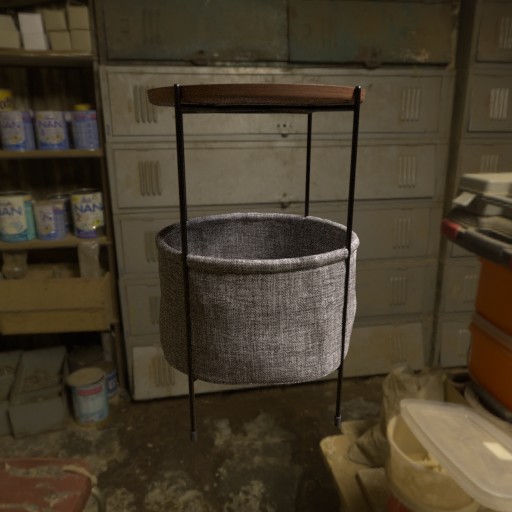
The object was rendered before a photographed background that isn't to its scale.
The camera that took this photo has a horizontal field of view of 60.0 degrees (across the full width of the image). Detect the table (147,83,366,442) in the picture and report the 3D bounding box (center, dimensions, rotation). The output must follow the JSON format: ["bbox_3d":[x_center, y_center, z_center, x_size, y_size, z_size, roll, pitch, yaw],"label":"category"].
[{"bbox_3d":[0.000,0.000,0.893,0.400,0.623,0.400,-2,17,-8],"label":"table"}]
